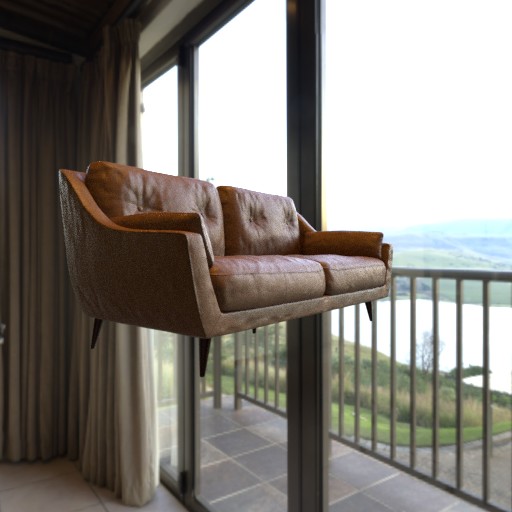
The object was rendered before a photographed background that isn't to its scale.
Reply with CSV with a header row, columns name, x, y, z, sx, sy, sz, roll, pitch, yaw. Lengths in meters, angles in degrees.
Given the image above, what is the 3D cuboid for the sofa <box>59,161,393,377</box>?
name,x,y,z,sx,sy,sz,roll,pitch,yaw
sofa,0.000,0.000,2.389,0.904,0.839,1.902,0,0,36
